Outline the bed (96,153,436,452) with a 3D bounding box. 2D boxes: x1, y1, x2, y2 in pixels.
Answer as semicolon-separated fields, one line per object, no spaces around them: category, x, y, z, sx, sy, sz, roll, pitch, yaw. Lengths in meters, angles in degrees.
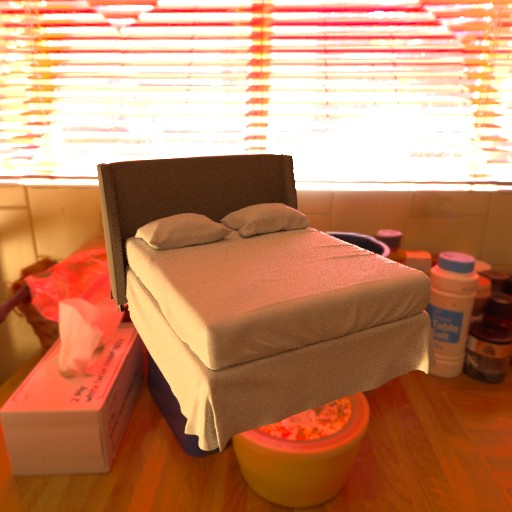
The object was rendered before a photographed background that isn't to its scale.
bed;0.000;0.000;3.461;1.925;1.332;2.276;-9;21;-26
